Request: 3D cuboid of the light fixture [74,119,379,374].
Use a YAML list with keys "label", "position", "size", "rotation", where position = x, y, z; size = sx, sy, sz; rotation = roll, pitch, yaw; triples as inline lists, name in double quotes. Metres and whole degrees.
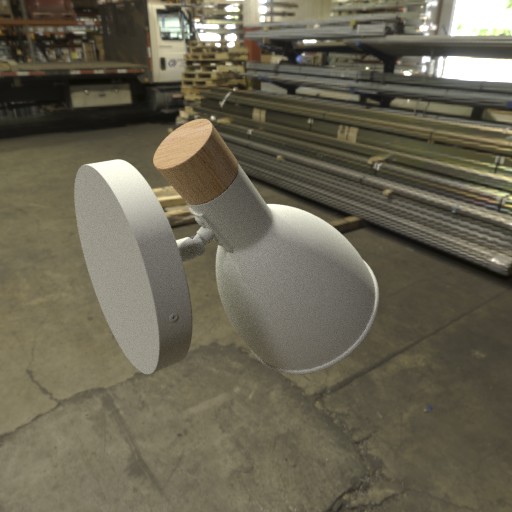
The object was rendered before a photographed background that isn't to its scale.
- label: "light fixture"
  position: [0.000, 0.000, 0.322]
  size: [0.209, 0.199, 0.127]
  rotation: [-18, 32, -32]
